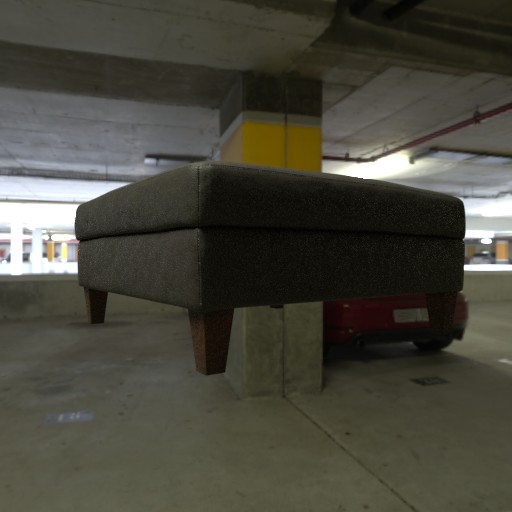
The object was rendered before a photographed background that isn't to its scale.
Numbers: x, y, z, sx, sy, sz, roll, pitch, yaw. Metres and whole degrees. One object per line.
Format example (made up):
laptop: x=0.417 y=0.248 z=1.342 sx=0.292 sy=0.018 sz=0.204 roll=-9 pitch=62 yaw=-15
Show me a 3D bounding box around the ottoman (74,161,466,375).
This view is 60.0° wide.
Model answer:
ottoman: x=0.000 y=0.000 z=1.287 sx=0.836 sy=0.415 sz=0.844 roll=0 pitch=0 yaw=-35
